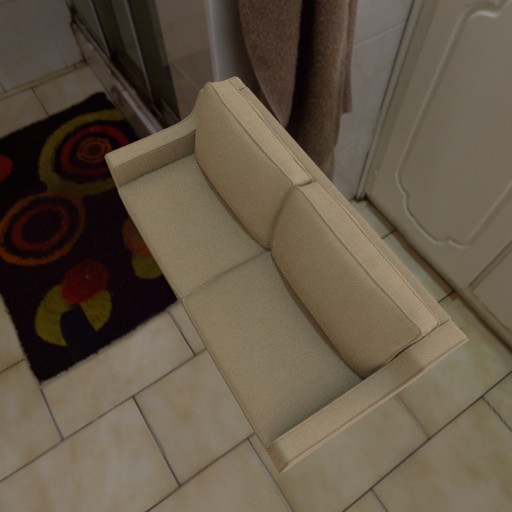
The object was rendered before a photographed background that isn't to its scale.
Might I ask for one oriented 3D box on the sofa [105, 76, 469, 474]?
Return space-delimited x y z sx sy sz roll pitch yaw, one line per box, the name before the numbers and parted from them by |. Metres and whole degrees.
sofa | 0.000 0.000 2.733 1.066 1.071 2.178 -28 65 -15
